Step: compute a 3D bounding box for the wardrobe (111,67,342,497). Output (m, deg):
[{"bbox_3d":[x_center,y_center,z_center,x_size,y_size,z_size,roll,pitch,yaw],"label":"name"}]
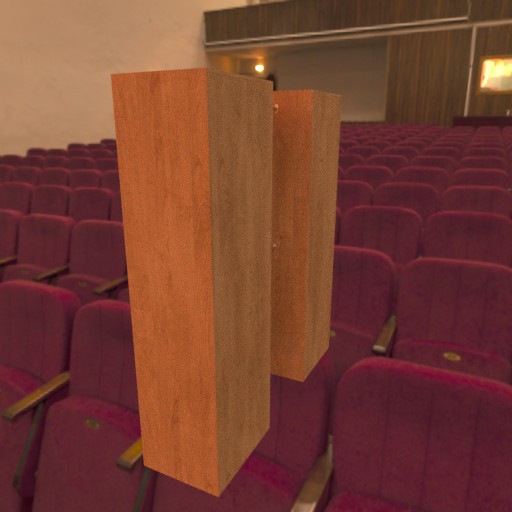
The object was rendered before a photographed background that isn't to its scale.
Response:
[{"bbox_3d":[0.000,0.000,2.807,0.480,2.000,1.770,8,18,26],"label":"wardrobe"}]
